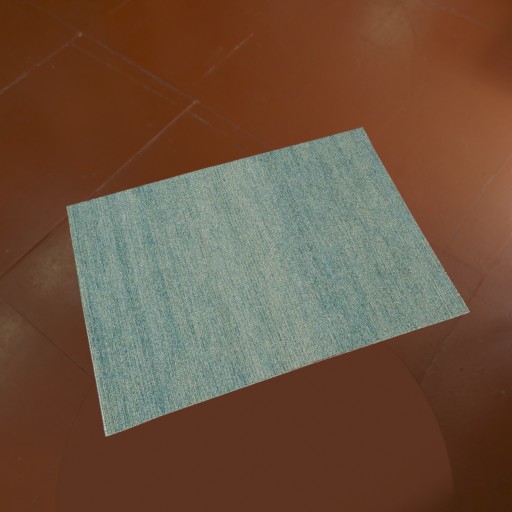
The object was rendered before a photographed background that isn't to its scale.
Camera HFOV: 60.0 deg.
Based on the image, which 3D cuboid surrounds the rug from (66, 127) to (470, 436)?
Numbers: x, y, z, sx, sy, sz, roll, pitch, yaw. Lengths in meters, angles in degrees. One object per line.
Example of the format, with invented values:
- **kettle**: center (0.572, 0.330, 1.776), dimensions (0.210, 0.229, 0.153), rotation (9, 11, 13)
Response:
- **rug**: center (0.000, 0.000, 2.954), dimensions (2.305, 0.029, 1.593), rotation (-17, 65, -8)
